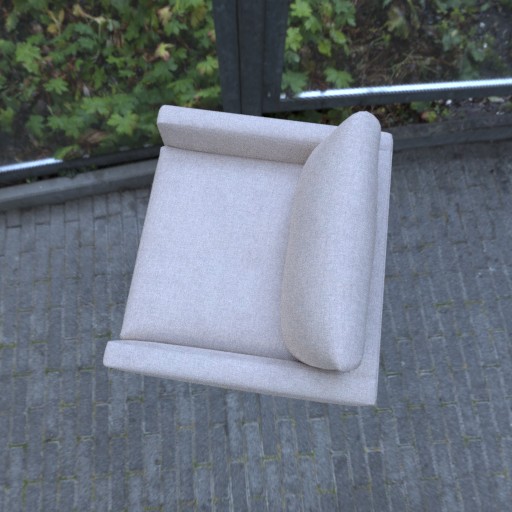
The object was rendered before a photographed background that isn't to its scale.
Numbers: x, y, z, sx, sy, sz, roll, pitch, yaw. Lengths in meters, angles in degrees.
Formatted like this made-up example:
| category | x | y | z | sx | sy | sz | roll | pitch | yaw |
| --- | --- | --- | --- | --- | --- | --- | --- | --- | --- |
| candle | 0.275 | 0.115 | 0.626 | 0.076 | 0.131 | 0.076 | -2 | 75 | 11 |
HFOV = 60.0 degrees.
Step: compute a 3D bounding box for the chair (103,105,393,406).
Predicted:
| category | x | y | z | sx | sy | sz | roll | pitch | yaw |
| --- | --- | --- | --- | --- | --- | --- | --- | --- | --- |
| chair | 0.000 | 0.000 | 1.651 | 0.866 | 0.861 | 0.963 | 8 | 75 | 2 |
